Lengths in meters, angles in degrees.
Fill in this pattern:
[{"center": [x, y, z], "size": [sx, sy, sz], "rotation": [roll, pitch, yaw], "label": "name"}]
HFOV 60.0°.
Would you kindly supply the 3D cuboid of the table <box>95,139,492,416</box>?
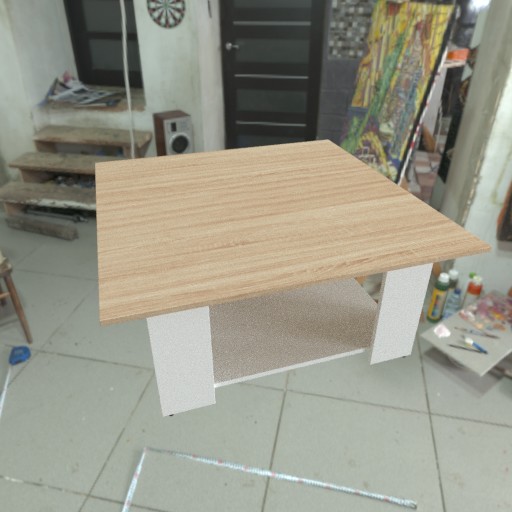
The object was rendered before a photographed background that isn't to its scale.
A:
[{"center": [0.000, 0.000, 1.053], "size": [0.670, 0.305, 0.670], "rotation": [-9, 33, -15], "label": "table"}]
